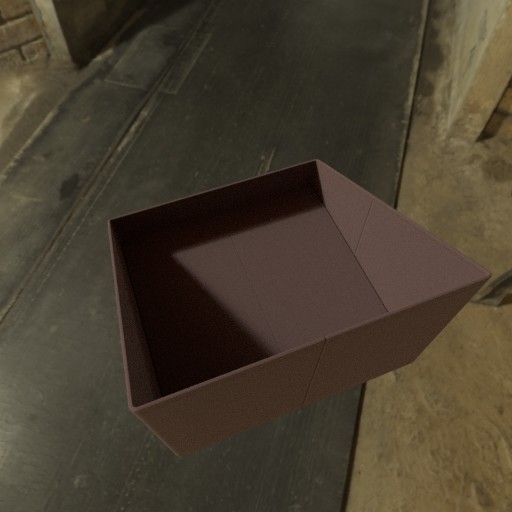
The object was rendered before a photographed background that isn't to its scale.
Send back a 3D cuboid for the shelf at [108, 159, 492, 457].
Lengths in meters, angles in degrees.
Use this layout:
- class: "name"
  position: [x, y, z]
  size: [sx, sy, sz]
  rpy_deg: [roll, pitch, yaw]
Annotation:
- class: "shelf"
  position: [0.000, 0.000, 0.481]
  size: [0.292, 0.210, 0.292]
  rpy_deg: [-18, 60, -11]
